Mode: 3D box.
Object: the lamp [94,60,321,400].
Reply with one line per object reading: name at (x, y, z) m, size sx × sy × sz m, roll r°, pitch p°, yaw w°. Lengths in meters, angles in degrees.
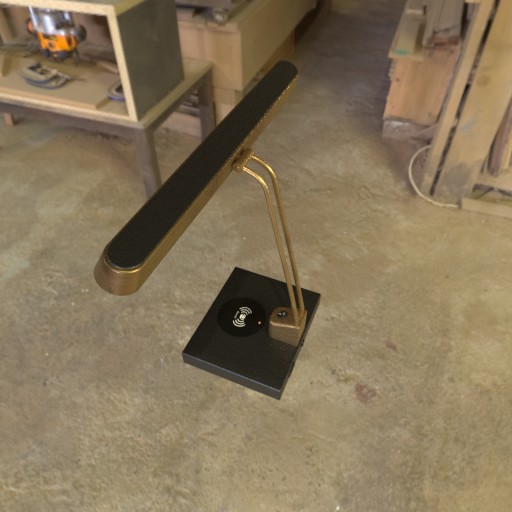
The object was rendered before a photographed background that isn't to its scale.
lamp at (0.000, 0.000, 0.576) m, size 0.156 × 0.345 × 0.412 m, roll 17°, pitch 49°, yaw 16°
